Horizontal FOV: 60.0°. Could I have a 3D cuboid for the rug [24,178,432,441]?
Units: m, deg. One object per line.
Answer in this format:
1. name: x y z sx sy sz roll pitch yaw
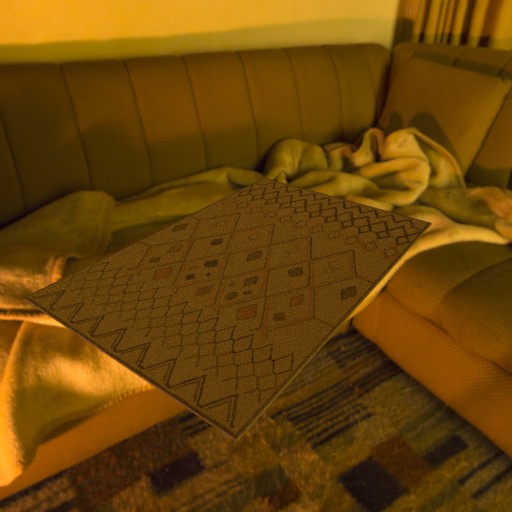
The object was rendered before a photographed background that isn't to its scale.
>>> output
1. rug: 0.000 0.000 2.291 1.219 0.016 1.829 21 37 31
